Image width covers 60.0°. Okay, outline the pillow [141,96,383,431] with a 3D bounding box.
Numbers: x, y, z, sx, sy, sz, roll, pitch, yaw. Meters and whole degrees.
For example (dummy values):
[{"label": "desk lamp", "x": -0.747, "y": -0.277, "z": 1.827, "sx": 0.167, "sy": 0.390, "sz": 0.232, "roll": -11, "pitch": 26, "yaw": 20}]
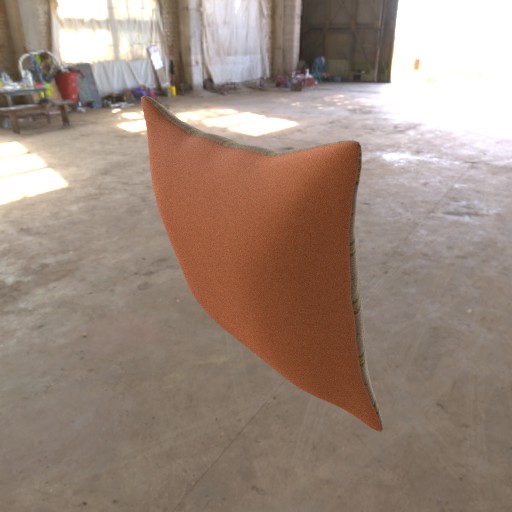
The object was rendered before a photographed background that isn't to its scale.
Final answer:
[{"label": "pillow", "x": 0.000, "y": 0.000, "z": 0.672, "sx": 0.200, "sy": 0.430, "sz": 0.453, "roll": -18, "pitch": 31, "yaw": -33}]
